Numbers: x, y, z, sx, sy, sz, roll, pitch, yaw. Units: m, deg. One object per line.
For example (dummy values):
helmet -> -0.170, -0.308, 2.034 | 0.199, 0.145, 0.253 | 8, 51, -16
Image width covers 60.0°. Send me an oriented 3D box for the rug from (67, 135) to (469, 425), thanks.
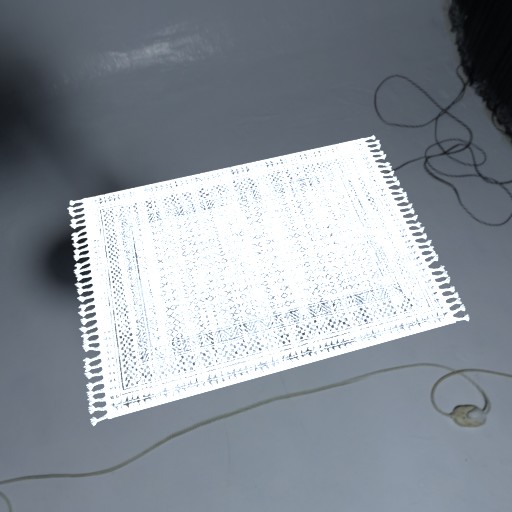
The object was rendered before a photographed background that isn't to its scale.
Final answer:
rug -> 0.000, 0.000, 2.336 | 1.872, 0.013, 1.243 | -14, 63, -7
